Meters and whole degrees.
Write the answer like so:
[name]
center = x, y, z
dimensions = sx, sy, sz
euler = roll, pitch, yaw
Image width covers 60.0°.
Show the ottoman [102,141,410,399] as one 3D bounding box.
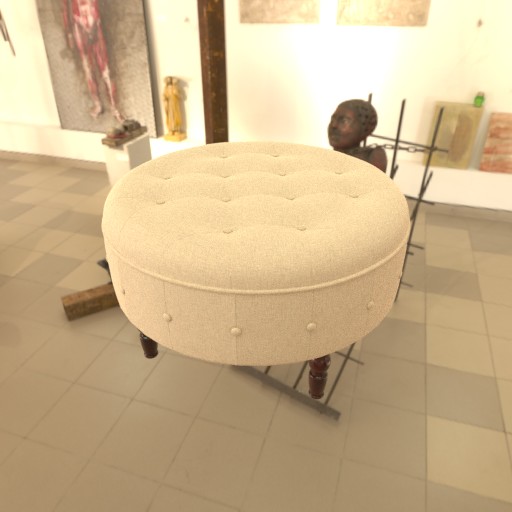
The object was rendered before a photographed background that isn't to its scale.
[ottoman]
center = 0.000, 0.000, 1.357
dimensions = 0.848, 0.494, 0.848
euler = 0, 32, 0
